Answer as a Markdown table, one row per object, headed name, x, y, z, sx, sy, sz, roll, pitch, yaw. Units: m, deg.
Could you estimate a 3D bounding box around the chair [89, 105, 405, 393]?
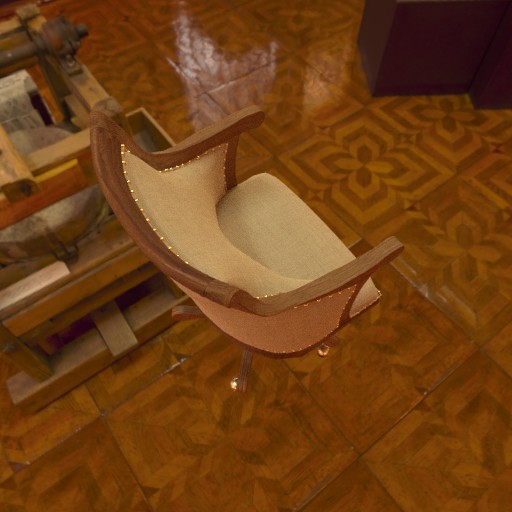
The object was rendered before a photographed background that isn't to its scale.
| name | x | y | z | sx | sy | sz | roll | pitch | yaw |
| --- | --- | --- | --- | --- | --- | --- | --- | --- | --- |
| chair | 0.000 | 0.000 | 1.395 | 0.689 | 0.965 | 0.656 | -30 | 62 | -18 |
